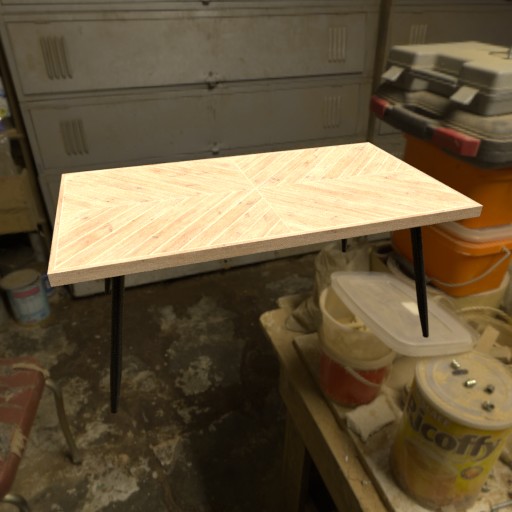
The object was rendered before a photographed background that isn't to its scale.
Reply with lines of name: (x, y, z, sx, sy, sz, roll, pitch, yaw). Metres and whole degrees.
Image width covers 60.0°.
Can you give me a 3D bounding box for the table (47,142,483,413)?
table: (0.000, 0.000, 2.339, 1.803, 0.762, 0.991, -9, 32, -15)
